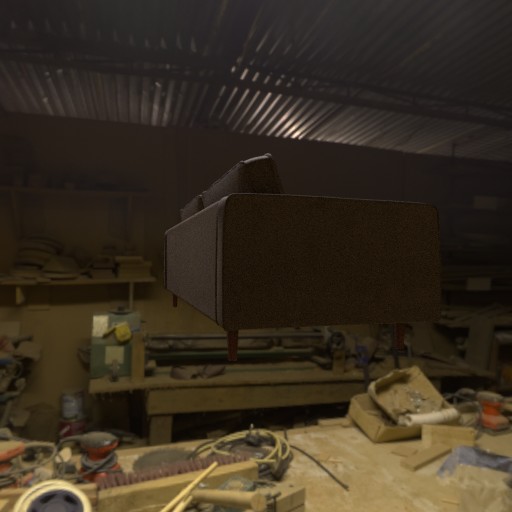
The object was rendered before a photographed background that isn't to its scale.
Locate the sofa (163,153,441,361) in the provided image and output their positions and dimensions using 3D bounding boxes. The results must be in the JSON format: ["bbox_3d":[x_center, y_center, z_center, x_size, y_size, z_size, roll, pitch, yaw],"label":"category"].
[{"bbox_3d":[0.000,0.000,2.733,0.923,0.813,2.295,0,0,-17],"label":"sofa"}]
